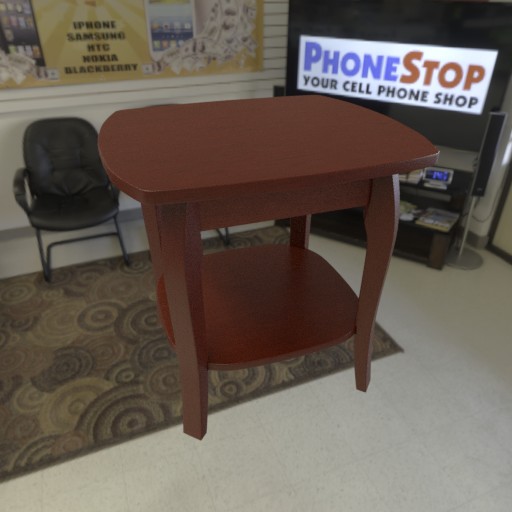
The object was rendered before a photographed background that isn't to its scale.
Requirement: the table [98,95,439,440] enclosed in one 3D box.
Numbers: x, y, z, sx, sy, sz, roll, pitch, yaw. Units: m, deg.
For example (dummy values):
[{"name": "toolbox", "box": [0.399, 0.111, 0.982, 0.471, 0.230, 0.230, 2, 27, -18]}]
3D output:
[{"name": "table", "box": [0.000, 0.000, 0.864, 0.502, 0.496, 0.433, -10, 33, -16]}]
